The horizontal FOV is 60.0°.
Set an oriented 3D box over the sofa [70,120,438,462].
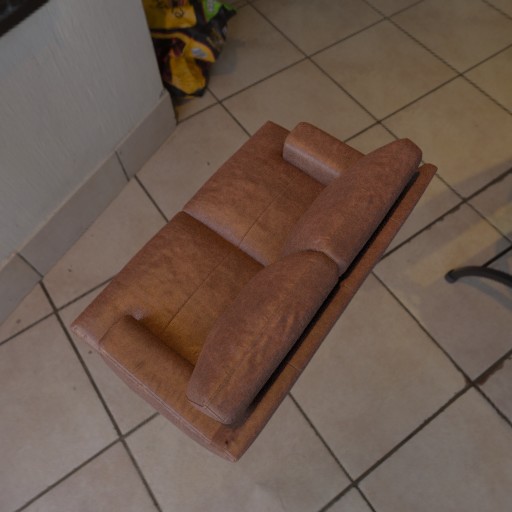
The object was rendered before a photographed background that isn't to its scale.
[{"bbox_3d":[0.000,0.000,2.460,1.143,0.939,1.880,33,68,16],"label":"sofa"}]
